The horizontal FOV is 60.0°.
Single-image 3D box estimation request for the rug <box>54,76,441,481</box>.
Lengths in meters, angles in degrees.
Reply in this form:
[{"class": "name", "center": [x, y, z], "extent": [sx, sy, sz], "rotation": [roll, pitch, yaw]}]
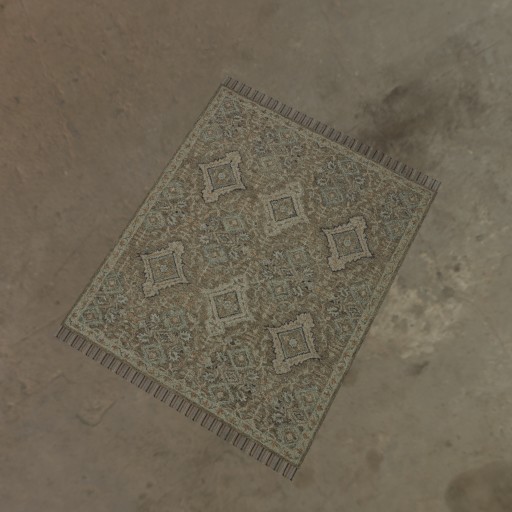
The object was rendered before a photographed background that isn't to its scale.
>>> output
[{"class": "rug", "center": [0.000, 0.000, 4.137], "extent": [2.437, 0.010, 3.056], "rotation": [29, 78, 7]}]
